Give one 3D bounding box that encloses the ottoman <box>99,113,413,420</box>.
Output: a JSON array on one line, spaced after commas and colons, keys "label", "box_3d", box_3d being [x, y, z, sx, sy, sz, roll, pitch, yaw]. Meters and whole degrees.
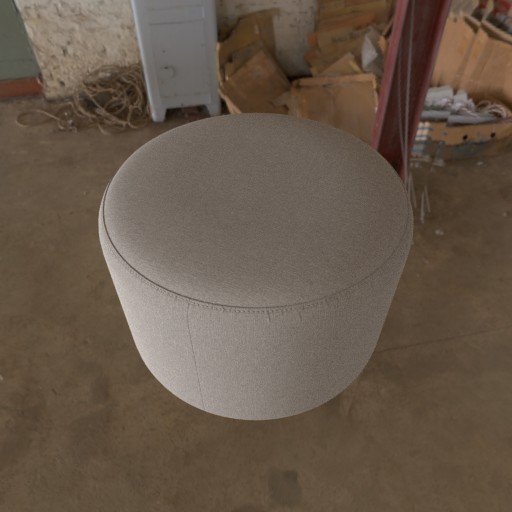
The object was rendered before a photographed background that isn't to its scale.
[{"label": "ottoman", "box_3d": [0.000, 0.000, 0.989, 0.608, 0.433, 0.608, 0, 46, 0]}]
